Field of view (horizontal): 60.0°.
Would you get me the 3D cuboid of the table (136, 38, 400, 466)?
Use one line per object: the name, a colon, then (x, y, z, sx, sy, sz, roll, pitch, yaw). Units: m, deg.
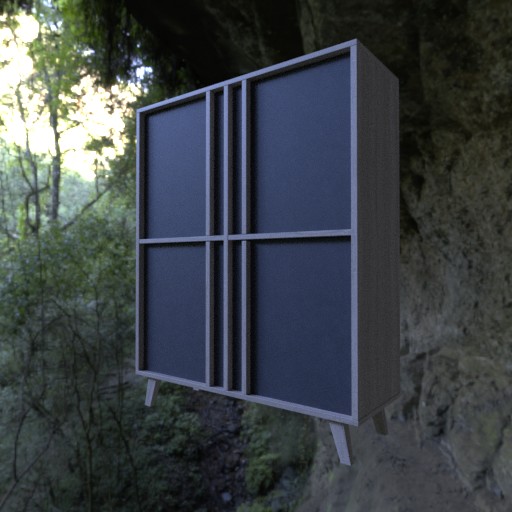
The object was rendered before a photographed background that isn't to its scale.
table: (0.000, 0.000, 1.909, 1.111, 1.388, 0.398, -1, -1, 37)
